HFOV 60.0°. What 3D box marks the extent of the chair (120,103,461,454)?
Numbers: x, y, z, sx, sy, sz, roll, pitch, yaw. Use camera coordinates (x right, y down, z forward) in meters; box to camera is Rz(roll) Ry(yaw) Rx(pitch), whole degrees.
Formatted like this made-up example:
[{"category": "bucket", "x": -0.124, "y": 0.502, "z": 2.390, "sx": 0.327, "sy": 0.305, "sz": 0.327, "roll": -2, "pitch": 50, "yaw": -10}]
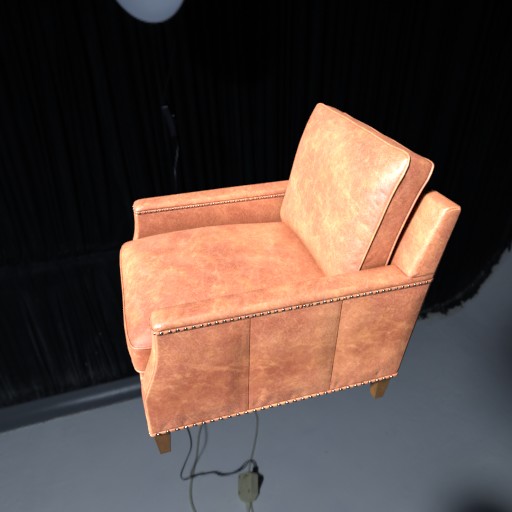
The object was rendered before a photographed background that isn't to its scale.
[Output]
[{"category": "chair", "x": 0.000, "y": 0.000, "z": 1.684, "sx": 1.014, "sy": 0.943, "sz": 0.853, "roll": -9, "pitch": 33, "yaw": -14}]
